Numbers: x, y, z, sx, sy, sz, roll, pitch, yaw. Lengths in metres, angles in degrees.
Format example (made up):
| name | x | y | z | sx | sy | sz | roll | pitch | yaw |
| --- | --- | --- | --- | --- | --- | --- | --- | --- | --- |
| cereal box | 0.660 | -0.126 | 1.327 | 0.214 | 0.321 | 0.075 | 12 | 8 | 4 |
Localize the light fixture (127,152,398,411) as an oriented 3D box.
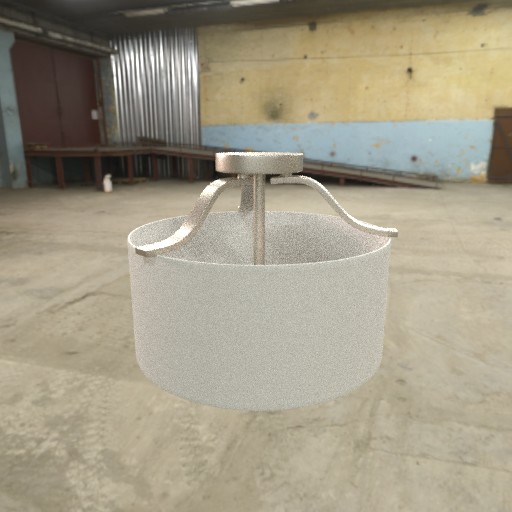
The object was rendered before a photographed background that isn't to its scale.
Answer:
| name | x | y | z | sx | sy | sz | roll | pitch | yaw |
| --- | --- | --- | --- | --- | --- | --- | --- | --- | --- |
| light fixture | 0.000 | 0.000 | 0.672 | 0.395 | 0.304 | 0.395 | 0 | 15 | 0 |
